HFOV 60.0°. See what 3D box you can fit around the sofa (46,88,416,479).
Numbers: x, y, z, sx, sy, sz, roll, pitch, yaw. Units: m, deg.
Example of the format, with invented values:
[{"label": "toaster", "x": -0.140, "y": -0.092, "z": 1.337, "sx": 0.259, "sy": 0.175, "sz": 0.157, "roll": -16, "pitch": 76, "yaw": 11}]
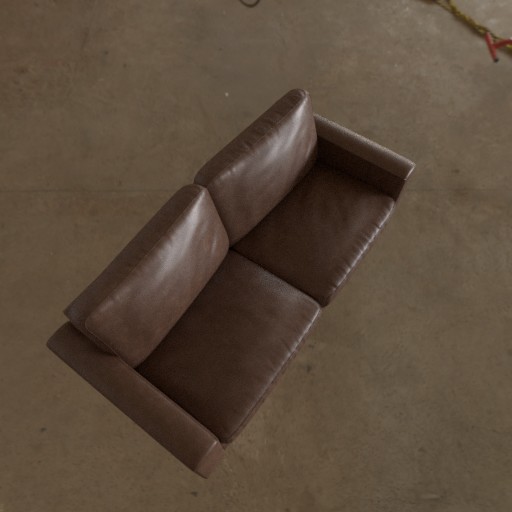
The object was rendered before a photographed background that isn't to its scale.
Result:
[{"label": "sofa", "x": 0.000, "y": 0.000, "z": 2.594, "sx": 1.016, "sy": 0.873, "sz": 2.179, "roll": 32, "pitch": 65, "yaw": 17}]
